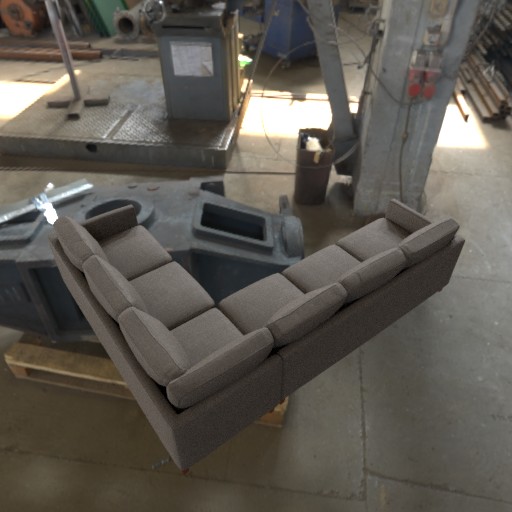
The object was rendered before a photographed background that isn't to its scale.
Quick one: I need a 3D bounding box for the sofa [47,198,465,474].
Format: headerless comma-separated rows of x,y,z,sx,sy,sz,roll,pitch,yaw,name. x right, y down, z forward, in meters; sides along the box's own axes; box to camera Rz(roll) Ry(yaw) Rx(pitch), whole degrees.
0.000,0.000,4.498,3.302,0.947,2.593,-26,48,-27,sofa
